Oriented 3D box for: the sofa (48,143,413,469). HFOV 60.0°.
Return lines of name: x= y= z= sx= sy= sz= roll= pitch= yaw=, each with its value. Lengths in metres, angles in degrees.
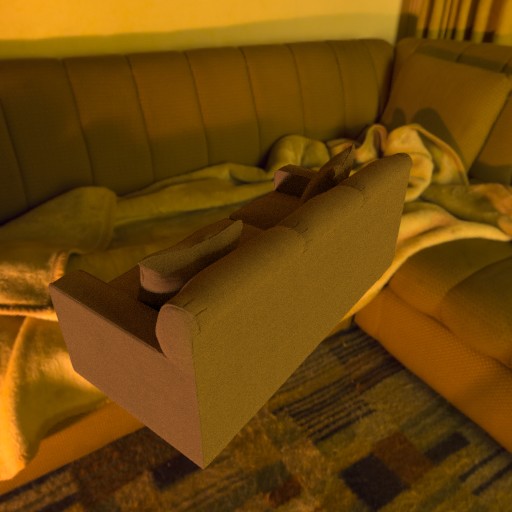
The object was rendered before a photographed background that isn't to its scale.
sofa: x=0.000 y=0.000 z=2.567 sx=0.997 sy=0.958 sz=2.024 roll=22 pitch=38 yaw=31
